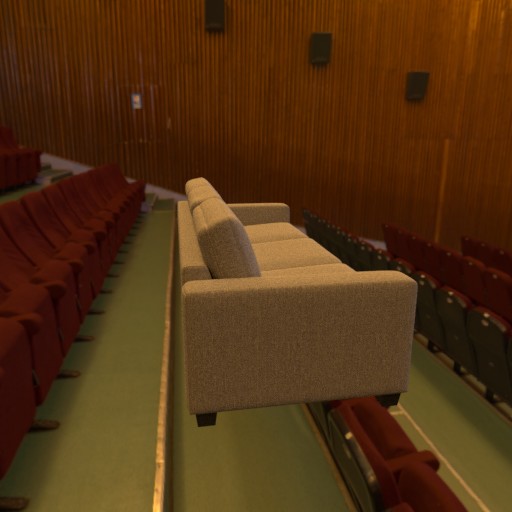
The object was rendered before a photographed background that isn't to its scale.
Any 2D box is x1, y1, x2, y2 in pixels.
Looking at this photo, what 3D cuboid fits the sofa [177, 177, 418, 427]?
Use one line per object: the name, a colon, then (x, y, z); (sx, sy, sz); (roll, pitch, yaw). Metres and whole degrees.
sofa: (0.000, 0.000, 2.645); (0.900, 0.800, 2.120); (-3, 15, -10)
